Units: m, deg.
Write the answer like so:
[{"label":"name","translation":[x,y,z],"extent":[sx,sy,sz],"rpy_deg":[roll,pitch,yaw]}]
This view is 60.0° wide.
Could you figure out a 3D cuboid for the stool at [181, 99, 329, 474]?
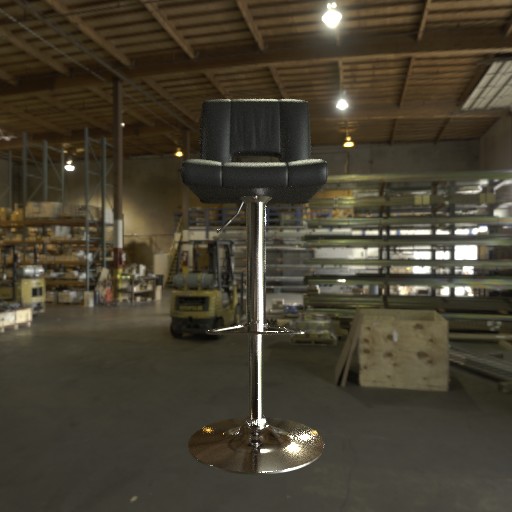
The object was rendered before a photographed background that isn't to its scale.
[{"label":"stool","translation":[0.000,0.000,1.402],"extent":[0.415,1.151,0.520],"rpy_deg":[0,0,0]}]
